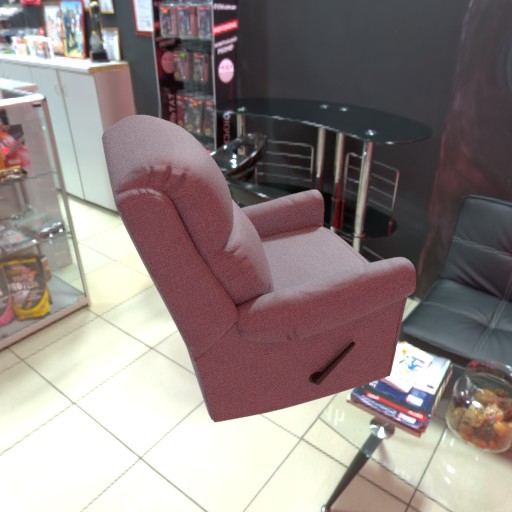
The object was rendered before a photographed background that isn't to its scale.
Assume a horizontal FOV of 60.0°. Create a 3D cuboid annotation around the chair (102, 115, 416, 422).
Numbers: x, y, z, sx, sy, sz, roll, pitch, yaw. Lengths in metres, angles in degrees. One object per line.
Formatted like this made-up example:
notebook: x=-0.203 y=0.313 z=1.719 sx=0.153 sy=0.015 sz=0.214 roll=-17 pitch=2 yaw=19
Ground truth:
chair: x=0.000 y=0.000 z=1.779 sx=1.014 sy=1.054 sz=0.838 roll=-10 pitch=31 yaw=-17
